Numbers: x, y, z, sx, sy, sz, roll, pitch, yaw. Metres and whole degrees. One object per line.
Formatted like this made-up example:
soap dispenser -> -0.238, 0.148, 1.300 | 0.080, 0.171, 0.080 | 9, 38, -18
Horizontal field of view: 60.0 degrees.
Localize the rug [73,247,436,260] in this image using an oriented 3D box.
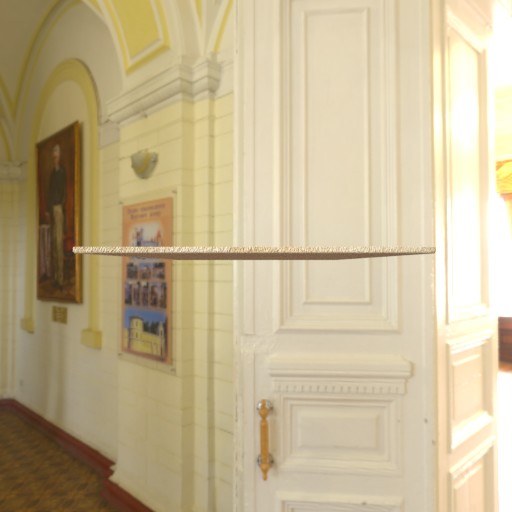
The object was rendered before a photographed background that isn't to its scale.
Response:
rug -> 0.000, 0.000, 2.968 | 1.500, 0.026, 2.349 | 0, -1, 0
